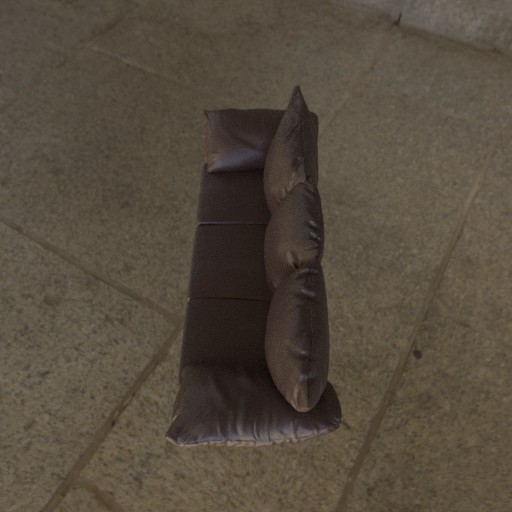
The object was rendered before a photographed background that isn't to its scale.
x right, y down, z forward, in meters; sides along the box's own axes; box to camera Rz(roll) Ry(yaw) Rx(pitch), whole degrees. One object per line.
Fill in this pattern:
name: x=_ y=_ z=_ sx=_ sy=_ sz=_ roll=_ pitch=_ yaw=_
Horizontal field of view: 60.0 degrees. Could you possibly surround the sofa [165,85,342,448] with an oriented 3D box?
sofa: x=0.000 y=0.000 z=2.925 sx=0.907 sy=1.091 sz=2.390 roll=1 pitch=59 yaw=1
